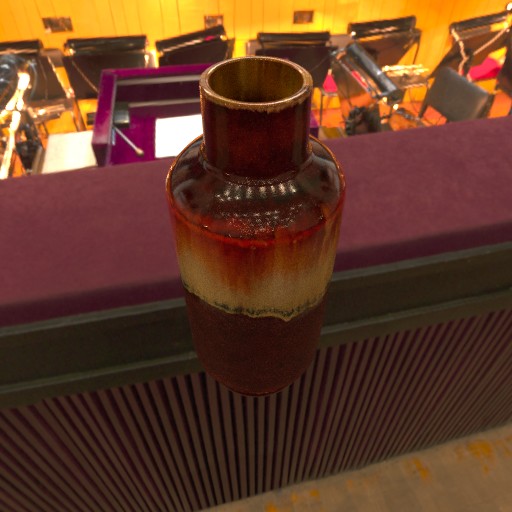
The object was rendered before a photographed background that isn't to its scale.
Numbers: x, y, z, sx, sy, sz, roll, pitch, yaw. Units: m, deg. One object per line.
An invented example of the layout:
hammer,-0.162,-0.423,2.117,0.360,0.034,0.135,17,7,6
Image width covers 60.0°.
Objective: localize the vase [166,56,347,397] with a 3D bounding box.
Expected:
vase,0.000,0.000,0.319,0.111,0.261,0.111,0,47,0
